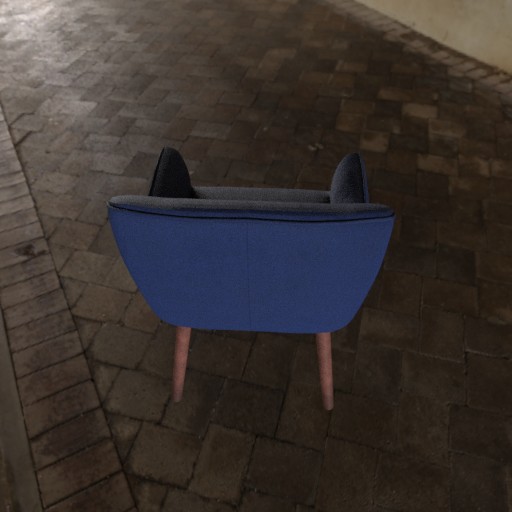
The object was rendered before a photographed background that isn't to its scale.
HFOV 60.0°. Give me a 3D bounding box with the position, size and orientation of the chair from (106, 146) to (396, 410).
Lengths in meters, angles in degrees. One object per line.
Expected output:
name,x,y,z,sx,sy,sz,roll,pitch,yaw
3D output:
chair,0.000,0.000,1.240,0.600,0.820,0.600,2,47,2
